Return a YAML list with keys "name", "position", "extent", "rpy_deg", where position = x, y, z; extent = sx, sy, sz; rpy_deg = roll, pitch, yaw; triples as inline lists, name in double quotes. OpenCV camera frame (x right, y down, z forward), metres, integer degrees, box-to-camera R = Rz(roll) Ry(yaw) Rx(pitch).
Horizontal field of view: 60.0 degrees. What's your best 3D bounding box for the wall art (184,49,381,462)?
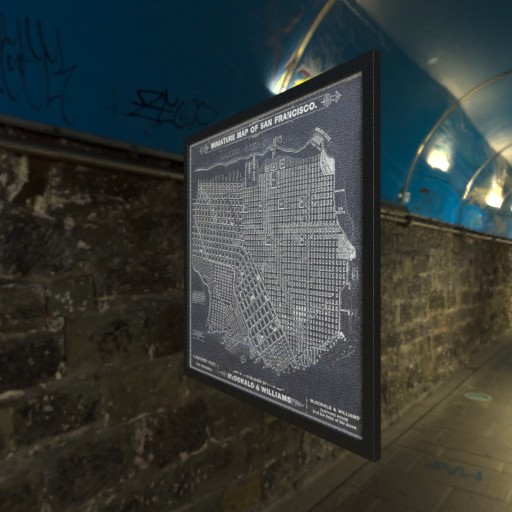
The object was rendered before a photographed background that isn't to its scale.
- name: "wall art"
  position: [0.000, 0.000, 1.197]
  extent: [0.022, 0.807, 0.807]
  rpy_deg: [0, 0, -36]
